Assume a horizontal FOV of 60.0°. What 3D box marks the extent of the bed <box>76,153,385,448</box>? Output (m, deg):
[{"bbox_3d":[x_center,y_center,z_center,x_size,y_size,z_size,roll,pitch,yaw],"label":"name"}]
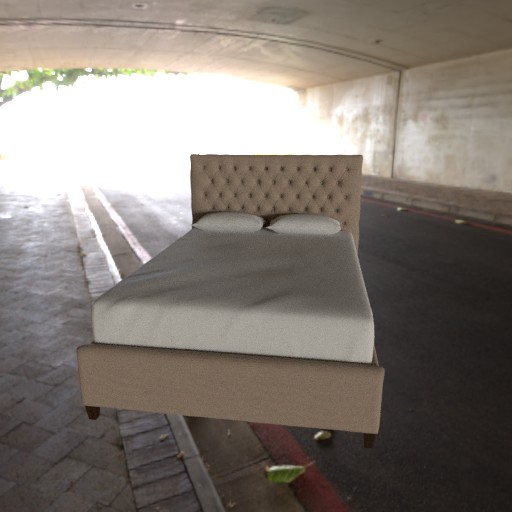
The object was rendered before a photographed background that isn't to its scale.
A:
[{"bbox_3d":[0.000,0.000,3.398,1.698,1.427,2.387,2,16,9],"label":"bed"}]
